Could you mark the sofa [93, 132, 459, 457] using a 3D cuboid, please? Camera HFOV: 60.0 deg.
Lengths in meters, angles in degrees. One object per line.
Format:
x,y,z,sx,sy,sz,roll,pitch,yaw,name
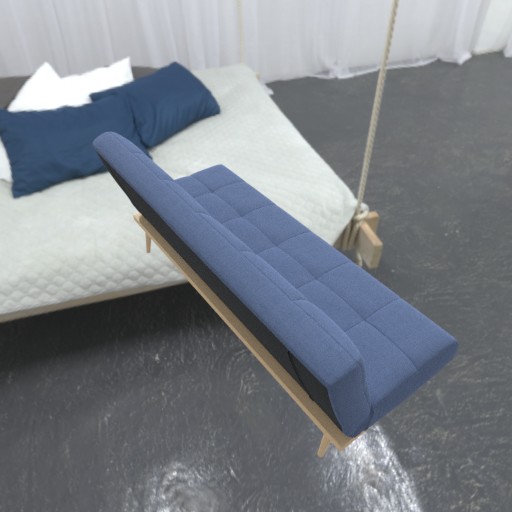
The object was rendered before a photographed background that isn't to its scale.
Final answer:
0.000,0.000,2.152,0.796,0.800,1.800,-26,48,-26,sofa
